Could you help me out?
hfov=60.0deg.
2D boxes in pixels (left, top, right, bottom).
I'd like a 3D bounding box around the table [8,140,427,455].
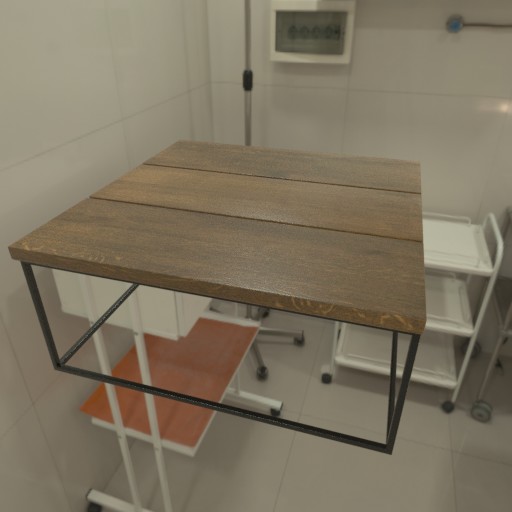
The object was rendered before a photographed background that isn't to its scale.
[{"bbox_3d":[0.000,0.000,1.361,0.900,0.400,0.900,9,32,15],"label":"table"}]
